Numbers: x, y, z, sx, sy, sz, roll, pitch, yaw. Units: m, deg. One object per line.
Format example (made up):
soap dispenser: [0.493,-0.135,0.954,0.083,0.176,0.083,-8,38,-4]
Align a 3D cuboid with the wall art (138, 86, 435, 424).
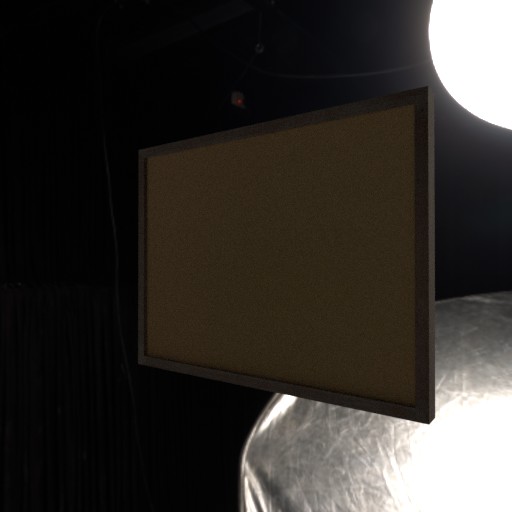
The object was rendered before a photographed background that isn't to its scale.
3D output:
wall art: [0.000,0.000,1.735,1.320,1.009,0.070,0,-1,36]
